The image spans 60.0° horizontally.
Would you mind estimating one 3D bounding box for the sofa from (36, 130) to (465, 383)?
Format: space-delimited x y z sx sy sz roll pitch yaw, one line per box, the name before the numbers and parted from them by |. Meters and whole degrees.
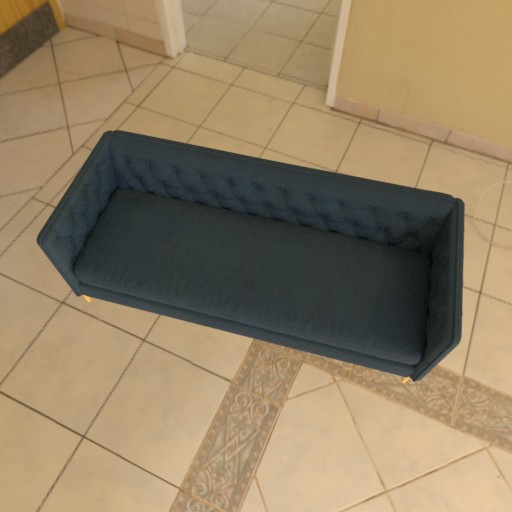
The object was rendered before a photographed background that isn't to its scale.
sofa | 0.000 0.000 2.687 2.209 0.771 0.895 13 59 8
